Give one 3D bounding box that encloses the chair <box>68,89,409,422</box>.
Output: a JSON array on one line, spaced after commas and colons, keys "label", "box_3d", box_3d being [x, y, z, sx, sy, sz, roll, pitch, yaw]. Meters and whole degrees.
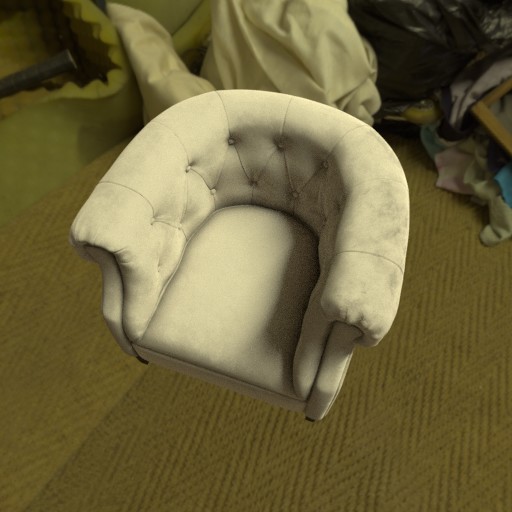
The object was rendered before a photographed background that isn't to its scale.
[{"label": "chair", "box_3d": [0.000, 0.000, 1.575, 0.904, 0.826, 0.851, 16, 60, 10]}]
